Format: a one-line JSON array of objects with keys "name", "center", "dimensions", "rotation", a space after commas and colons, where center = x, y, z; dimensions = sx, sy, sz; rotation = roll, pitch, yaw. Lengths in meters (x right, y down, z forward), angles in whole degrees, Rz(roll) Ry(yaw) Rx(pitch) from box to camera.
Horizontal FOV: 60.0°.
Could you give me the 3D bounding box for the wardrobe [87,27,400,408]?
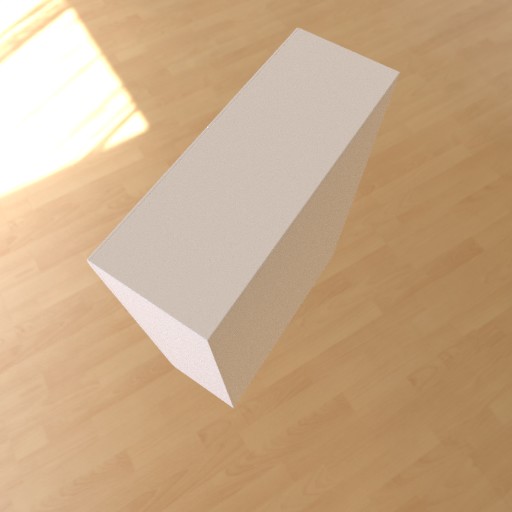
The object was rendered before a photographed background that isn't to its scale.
[{"name": "wardrobe", "center": [0.000, 0.000, 1.646], "dimensions": [0.360, 1.200, 0.900], "rotation": [31, 68, 14]}]
